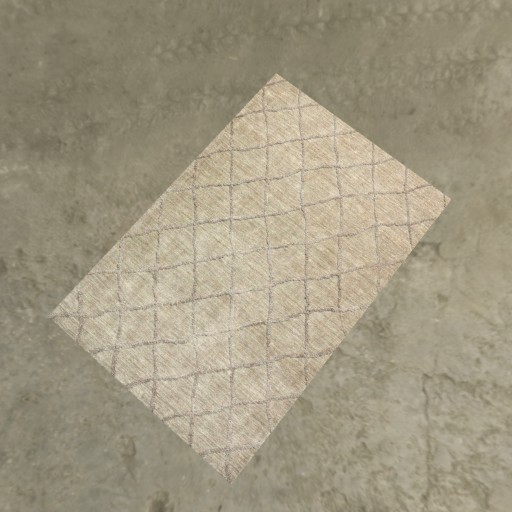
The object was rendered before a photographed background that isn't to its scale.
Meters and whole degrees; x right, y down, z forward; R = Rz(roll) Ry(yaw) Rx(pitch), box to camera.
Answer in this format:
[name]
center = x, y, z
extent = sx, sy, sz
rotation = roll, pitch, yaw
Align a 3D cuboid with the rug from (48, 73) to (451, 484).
[rug]
center = 0.000, 0.000, 2.893
extent = 1.521, 0.015, 2.280
rotation = 39, 79, 9
